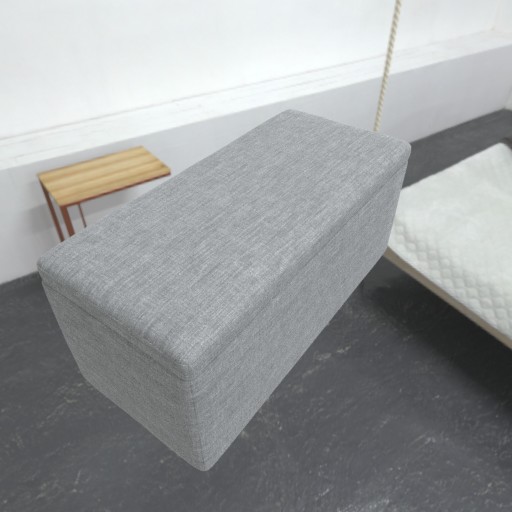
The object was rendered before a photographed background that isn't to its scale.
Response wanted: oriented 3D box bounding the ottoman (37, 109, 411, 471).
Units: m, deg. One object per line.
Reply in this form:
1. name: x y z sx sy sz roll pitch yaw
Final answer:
1. ottoman: 0.000 0.000 1.130 0.419 0.432 0.902 26 47 27
